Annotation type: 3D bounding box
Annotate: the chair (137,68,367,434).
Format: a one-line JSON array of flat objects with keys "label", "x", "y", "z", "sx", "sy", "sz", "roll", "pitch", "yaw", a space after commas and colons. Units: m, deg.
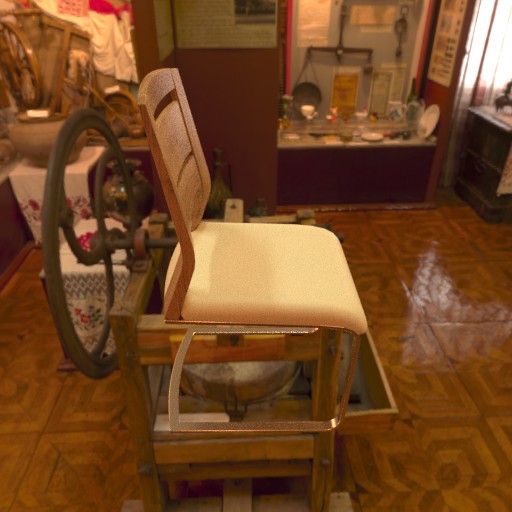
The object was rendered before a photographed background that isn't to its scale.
[{"label": "chair", "x": 0.000, "y": 0.000, "z": 1.243, "sx": 0.561, "sy": 0.955, "sz": 0.457, "roll": 0, "pitch": 31, "yaw": 0}]
